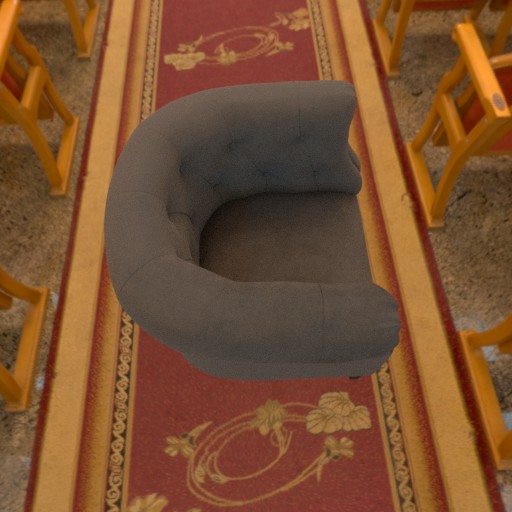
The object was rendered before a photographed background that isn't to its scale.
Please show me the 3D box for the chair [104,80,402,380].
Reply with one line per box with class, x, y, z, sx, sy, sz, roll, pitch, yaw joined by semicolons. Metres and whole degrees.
chair;0.000;0.000;1.551;0.851;0.826;0.904;-2;63;-1
